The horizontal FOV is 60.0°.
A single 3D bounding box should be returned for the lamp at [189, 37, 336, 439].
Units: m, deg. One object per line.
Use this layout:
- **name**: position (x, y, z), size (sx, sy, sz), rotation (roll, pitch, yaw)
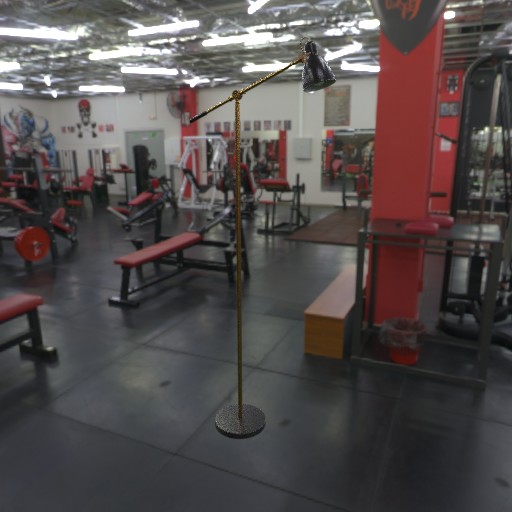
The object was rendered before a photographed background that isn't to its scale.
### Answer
- **lamp**: position (0.000, 0.000, 1.838), size (0.618, 1.628, 0.235), rotation (7, 16, 26)
